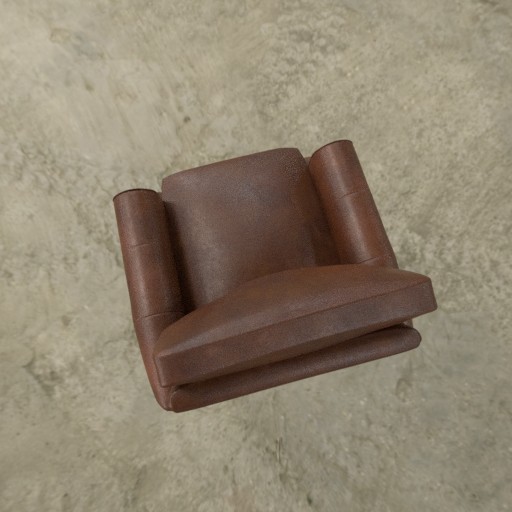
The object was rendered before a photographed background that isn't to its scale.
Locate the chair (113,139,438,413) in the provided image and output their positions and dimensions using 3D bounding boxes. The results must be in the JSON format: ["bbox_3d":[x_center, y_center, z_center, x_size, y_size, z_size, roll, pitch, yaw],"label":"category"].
[{"bbox_3d":[0.000,0.000,1.746,0.989,0.972,0.992,-14,75,-4],"label":"chair"}]
